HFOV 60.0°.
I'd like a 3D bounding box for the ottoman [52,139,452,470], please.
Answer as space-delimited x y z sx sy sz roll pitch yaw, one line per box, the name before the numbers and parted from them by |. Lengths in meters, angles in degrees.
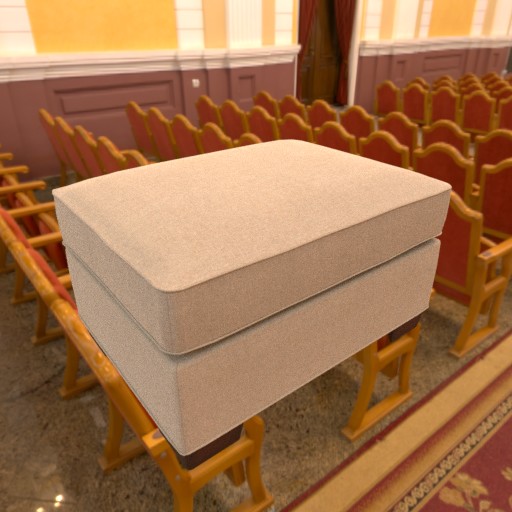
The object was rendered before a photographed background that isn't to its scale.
ottoman | 0.000 0.000 1.215 0.846 0.503 0.617 -20 34 -33
